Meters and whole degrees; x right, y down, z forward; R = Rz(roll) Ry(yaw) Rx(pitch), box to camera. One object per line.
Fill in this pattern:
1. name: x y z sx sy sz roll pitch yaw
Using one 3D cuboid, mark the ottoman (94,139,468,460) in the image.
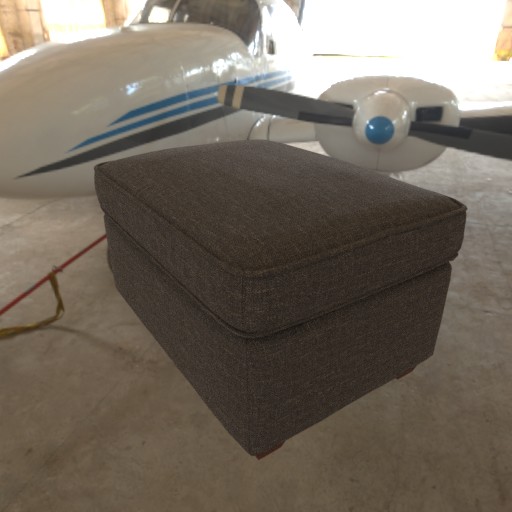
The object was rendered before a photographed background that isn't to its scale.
1. ottoman: 0.000 0.000 1.071 0.549 0.450 0.749 -17 31 -30
